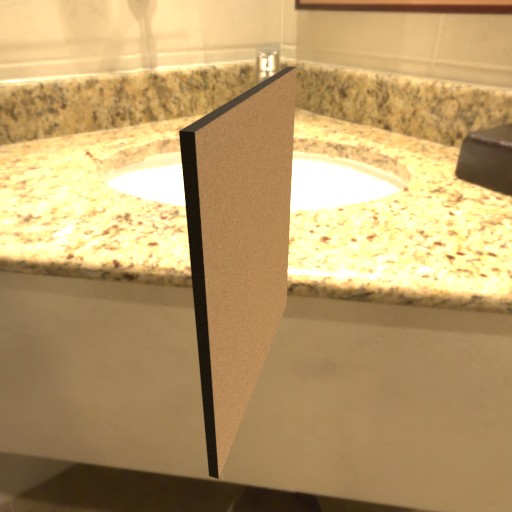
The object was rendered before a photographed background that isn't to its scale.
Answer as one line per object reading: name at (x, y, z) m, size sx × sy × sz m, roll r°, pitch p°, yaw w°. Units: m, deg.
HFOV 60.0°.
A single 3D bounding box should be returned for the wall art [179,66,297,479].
wall art at (0.000, 0.000, 1.206) m, size 0.028 × 0.863 × 0.755 m, roll 8°, pitch 31°, yaw 14°
